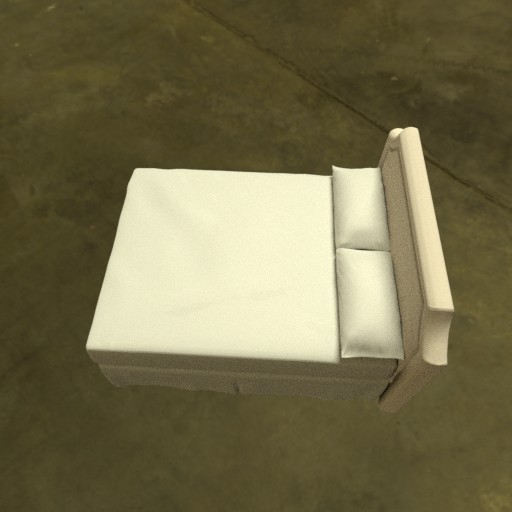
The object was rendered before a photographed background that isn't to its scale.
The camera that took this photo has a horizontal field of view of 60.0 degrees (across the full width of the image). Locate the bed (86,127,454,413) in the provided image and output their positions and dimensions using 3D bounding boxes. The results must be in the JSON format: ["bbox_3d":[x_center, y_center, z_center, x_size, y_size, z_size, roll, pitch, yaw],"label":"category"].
[{"bbox_3d":[0.000,0.000,3.222,2.164,1.297,1.828,3,58,2],"label":"bed"}]
